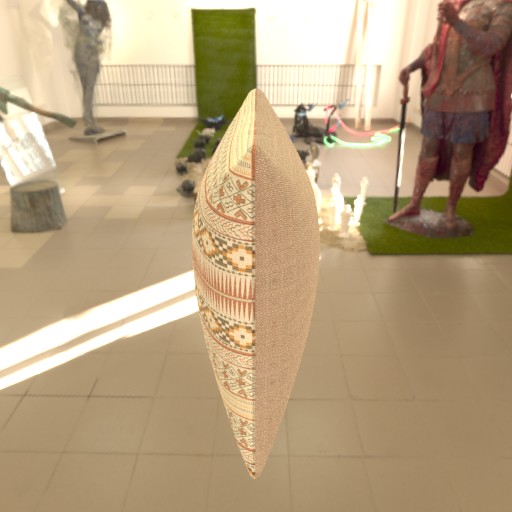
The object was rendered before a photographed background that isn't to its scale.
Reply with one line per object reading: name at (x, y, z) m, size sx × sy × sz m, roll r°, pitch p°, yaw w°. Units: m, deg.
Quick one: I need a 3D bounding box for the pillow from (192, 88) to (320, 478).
pillow at (0.000, 0.000, 0.799) m, size 0.215 × 0.519 × 0.521 m, roll 0°, pitch 28°, yaw 0°
